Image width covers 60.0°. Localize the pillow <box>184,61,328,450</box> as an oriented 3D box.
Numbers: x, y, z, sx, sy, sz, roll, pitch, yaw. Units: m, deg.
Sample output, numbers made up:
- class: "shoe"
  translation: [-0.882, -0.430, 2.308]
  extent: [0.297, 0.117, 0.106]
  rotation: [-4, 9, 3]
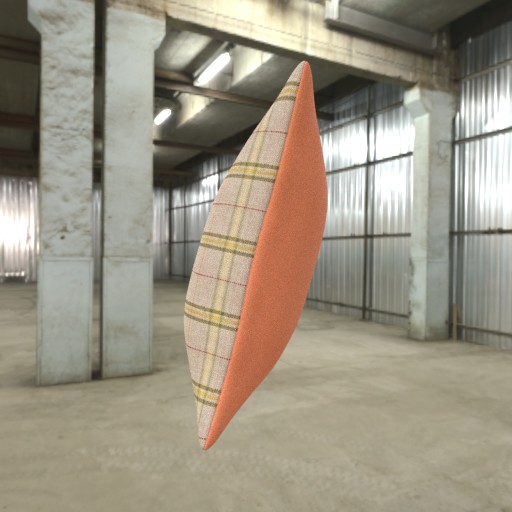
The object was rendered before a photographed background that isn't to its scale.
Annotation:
- class: "pillow"
  translation: [0.000, 0.000, 0.710]
  extent: [0.200, 0.430, 0.453]
  rotation: [0, 0, 1]
